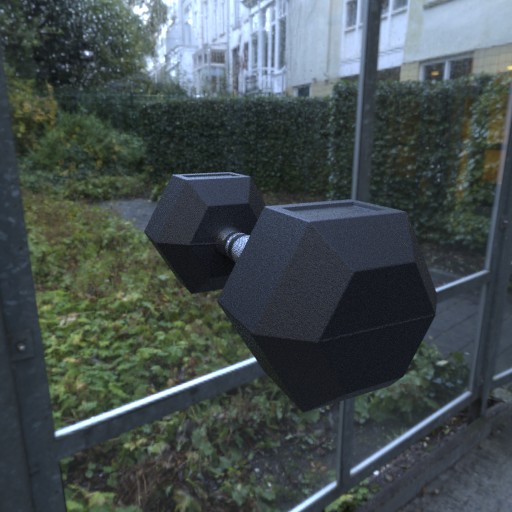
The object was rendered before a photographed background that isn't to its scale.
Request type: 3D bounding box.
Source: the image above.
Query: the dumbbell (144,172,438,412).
[{"bbox_3d":[0.000,0.000,0.403,0.142,0.123,0.337,-8,18,-24],"label":"dumbbell"}]
